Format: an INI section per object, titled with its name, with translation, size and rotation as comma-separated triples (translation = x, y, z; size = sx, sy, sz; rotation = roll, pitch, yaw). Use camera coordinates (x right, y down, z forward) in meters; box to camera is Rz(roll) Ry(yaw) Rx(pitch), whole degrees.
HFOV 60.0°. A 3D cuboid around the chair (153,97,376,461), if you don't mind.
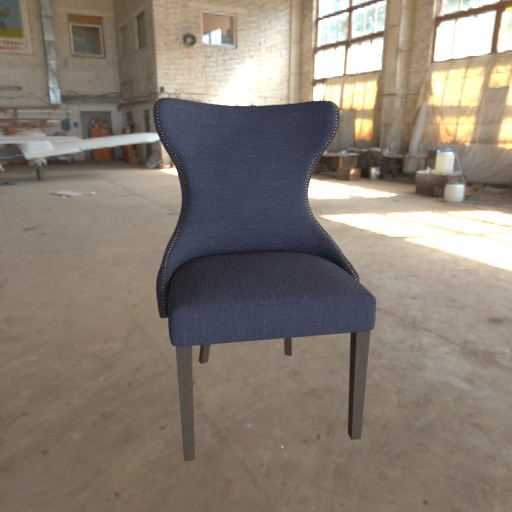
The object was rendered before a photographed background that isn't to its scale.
[chair]
translation = 0.000, 0.000, 1.408
size = 0.628, 0.967, 0.635
rotation = -3, 16, -10
